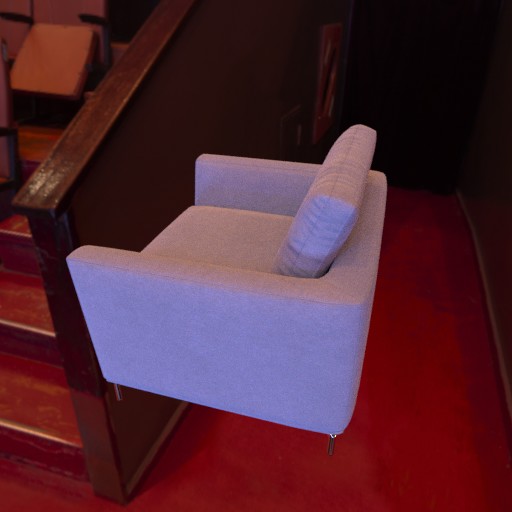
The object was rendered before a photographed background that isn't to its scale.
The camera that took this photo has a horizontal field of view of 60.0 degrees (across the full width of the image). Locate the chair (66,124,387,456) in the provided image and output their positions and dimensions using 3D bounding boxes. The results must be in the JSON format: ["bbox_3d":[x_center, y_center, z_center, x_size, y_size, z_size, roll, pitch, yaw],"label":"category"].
[{"bbox_3d":[0.000,0.000,1.681,0.889,0.864,1.041,9,31,15],"label":"chair"}]
